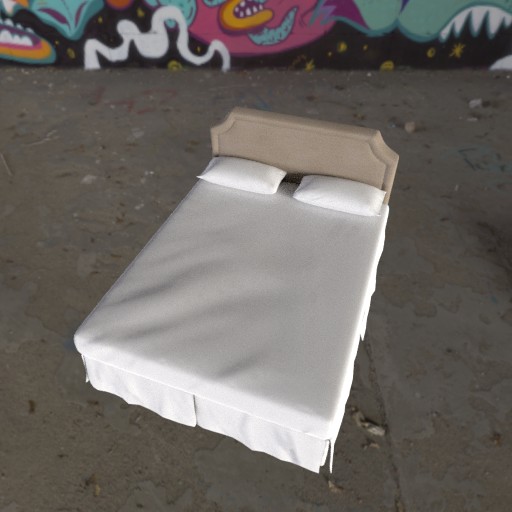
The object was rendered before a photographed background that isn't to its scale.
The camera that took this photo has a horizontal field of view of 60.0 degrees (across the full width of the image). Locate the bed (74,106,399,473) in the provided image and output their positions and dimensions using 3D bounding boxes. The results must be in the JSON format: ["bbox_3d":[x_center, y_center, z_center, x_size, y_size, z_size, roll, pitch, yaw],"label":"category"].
[{"bbox_3d":[0.000,0.000,3.625,1.977,1.293,2.498,14,45,15],"label":"bed"}]
